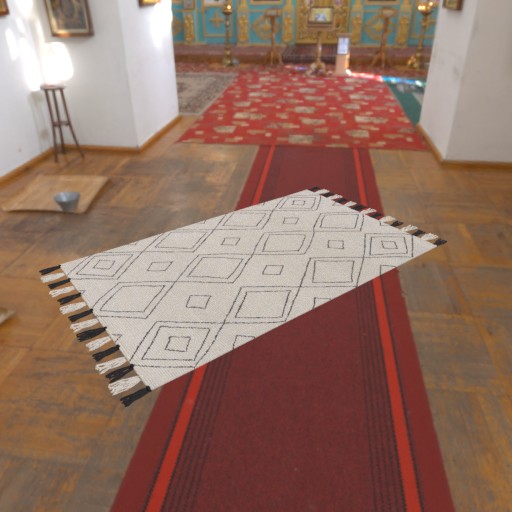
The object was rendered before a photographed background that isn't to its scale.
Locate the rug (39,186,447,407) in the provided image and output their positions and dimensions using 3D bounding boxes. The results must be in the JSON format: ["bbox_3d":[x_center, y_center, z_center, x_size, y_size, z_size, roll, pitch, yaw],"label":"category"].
[{"bbox_3d":[0.000,0.000,3.327,2.755,0.021,1.524,-21,36,-32],"label":"rug"}]
